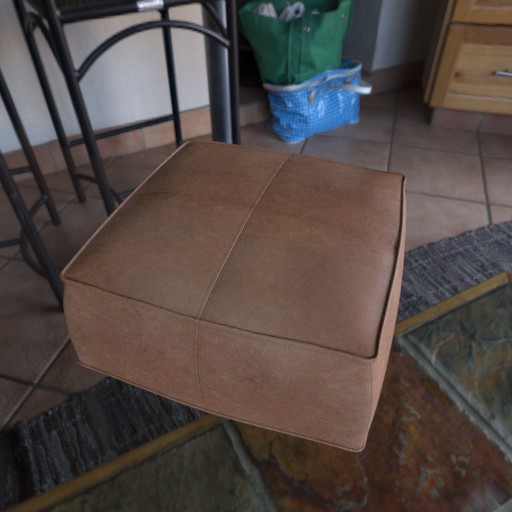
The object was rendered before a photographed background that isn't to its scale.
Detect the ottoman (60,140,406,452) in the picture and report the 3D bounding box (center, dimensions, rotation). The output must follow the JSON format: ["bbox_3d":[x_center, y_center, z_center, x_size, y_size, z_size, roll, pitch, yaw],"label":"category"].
[{"bbox_3d":[0.000,0.000,1.404,0.902,0.395,0.901,13,43,14],"label":"ottoman"}]
